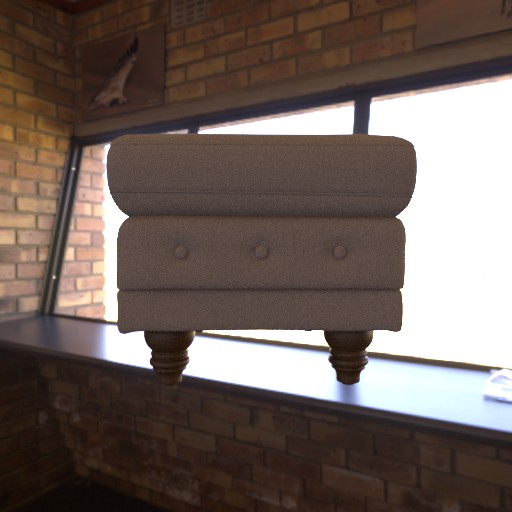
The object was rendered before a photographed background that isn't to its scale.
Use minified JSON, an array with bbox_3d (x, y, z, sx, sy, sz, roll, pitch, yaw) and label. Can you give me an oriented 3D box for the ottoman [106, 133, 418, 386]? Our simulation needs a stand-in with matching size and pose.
[{"bbox_3d":[0.000,0.000,1.159,0.569,0.500,0.771,0,1,-1],"label":"ottoman"}]
